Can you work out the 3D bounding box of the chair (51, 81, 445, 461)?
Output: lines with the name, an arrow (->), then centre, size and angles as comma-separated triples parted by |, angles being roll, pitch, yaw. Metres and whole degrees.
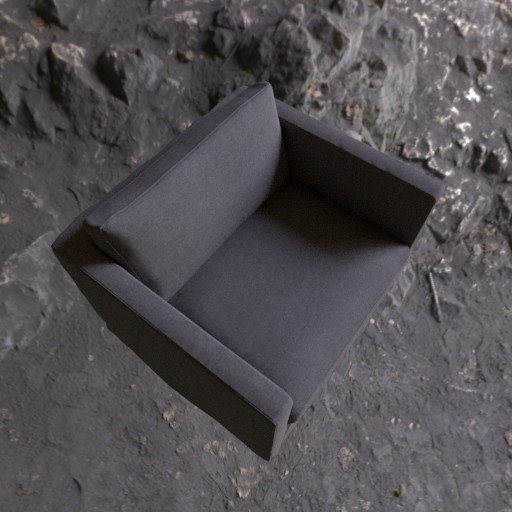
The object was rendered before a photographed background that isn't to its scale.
chair -> 0.000, 0.000, 1.719 | 0.949, 0.863, 1.057 | 33, 64, 19
